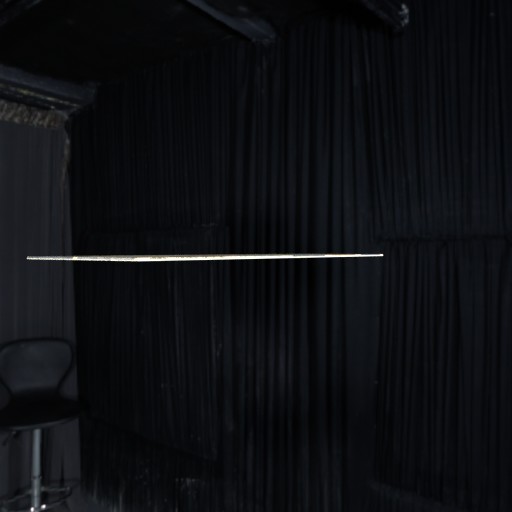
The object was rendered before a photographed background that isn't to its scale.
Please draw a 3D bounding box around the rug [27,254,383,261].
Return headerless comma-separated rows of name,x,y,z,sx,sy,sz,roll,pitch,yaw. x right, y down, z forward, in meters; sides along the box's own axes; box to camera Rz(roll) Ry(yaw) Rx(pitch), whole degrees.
rug,0.000,0.000,2.555,0.687,0.011,2.287,0,1,35
